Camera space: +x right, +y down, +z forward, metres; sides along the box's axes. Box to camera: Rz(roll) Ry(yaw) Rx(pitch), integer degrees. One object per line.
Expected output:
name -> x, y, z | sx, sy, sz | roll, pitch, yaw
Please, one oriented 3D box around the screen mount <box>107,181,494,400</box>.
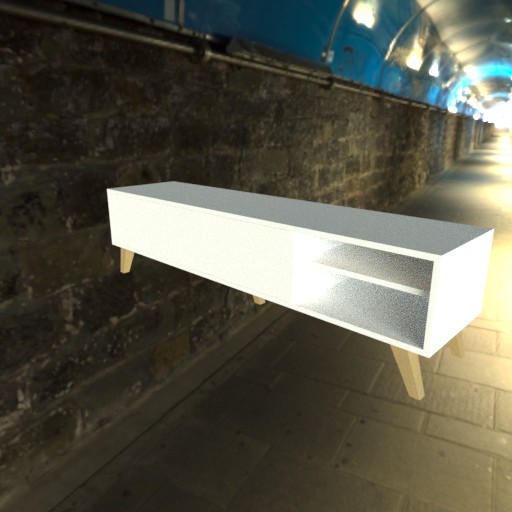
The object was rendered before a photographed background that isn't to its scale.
screen mount -> 0.000, 0.000, 1.831 | 1.644, 0.432, 0.399 | 15, 23, 41
